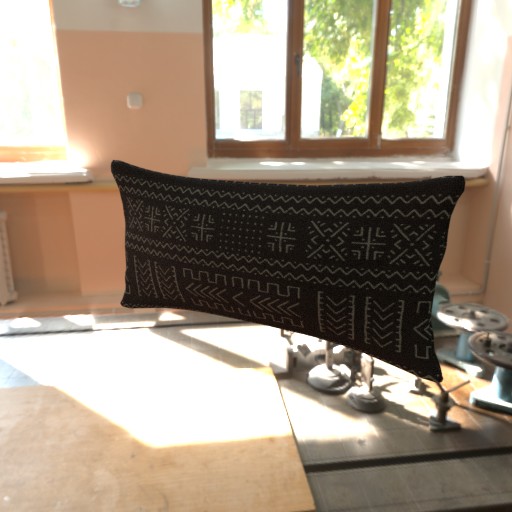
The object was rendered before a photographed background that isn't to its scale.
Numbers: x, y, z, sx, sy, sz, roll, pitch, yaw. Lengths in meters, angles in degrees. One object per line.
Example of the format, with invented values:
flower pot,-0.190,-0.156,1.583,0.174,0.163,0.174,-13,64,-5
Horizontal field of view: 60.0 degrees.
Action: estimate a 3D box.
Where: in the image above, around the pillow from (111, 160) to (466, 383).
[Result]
pillow,0.000,0.000,0.803,0.667,0.322,0.135,8,18,26
